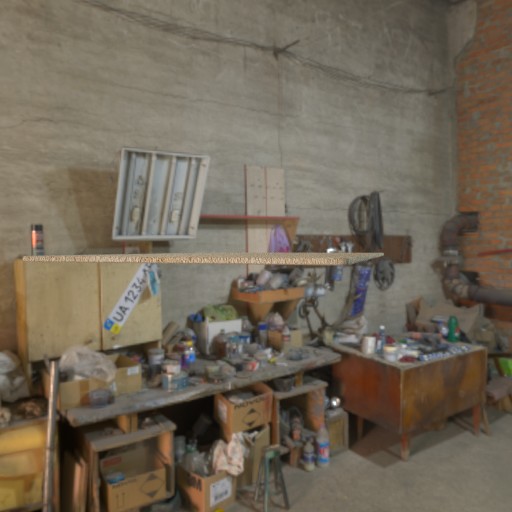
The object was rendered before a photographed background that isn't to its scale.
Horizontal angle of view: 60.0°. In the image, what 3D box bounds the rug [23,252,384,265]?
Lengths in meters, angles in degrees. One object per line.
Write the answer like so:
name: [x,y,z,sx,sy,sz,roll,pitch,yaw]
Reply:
rug: [0.000,0.000,2.909,1.500,0.026,2.349,0,1,19]
